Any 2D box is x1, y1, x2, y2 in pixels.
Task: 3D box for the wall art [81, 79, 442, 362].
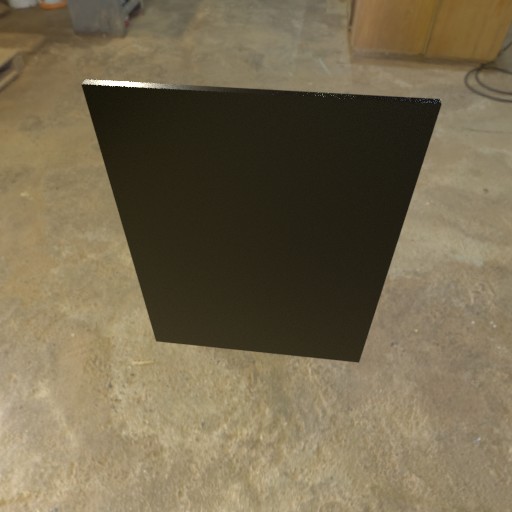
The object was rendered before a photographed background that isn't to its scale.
[{"bbox_3d":[0.000,0.000,0.754,0.442,0.582,0.013,5,46,5],"label":"wall art"}]
